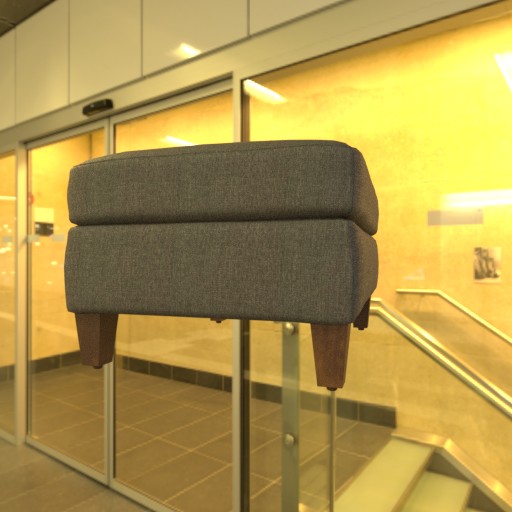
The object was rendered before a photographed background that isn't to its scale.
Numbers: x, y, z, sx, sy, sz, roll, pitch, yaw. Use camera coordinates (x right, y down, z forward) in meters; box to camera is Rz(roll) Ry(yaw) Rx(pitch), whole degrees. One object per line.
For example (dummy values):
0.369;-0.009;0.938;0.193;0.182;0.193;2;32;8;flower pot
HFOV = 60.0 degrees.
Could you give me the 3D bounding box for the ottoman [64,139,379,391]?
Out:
0.000;0.000;1.233;0.639;0.496;0.826;0;0;18;ottoman
